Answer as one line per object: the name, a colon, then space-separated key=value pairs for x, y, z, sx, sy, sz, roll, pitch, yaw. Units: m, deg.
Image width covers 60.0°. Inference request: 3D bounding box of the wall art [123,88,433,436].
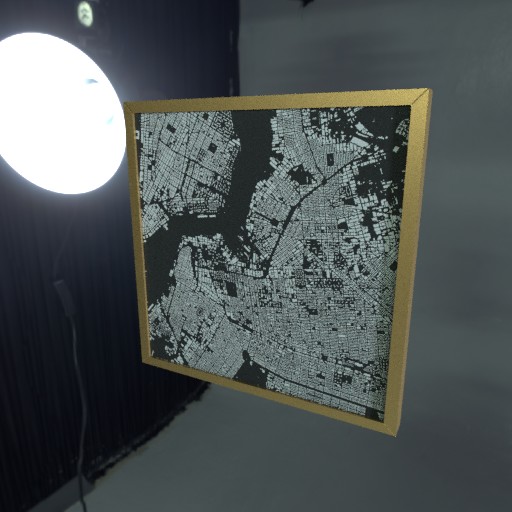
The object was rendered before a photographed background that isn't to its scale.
wall art: x=0.000 y=0.000 z=1.896 sx=1.284 sy=1.284 sz=0.095 roll=8 pitch=17 yaw=26
